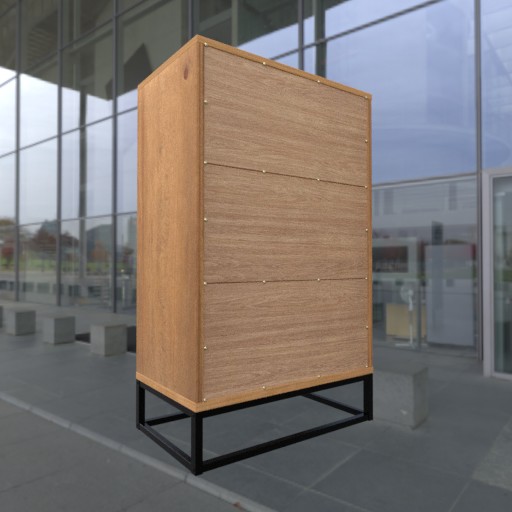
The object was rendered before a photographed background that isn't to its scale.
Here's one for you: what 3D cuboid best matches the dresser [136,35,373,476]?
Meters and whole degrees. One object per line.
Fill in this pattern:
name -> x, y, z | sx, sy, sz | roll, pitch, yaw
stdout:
dresser -> 0.000, 0.000, 1.655 | 0.761, 1.240, 0.479 | 1, -1, -36
